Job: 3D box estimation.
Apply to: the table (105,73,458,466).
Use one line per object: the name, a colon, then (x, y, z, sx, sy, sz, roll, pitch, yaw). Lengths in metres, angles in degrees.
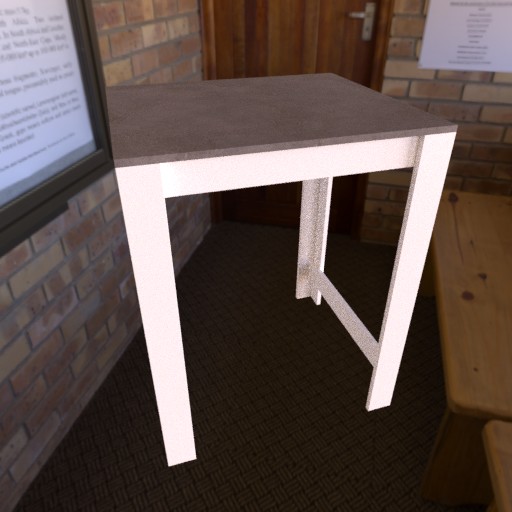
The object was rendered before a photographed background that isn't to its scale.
table: (0.000, 0.000, 1.520, 0.800, 1.020, 0.700, -9, 34, -15)
